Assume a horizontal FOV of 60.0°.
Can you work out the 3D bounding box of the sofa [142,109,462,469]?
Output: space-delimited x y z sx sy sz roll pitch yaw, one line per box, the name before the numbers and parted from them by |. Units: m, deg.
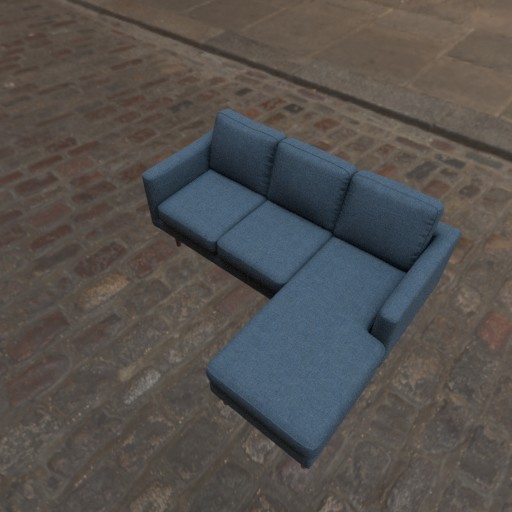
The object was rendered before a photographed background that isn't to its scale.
sofa | 0.000 0.000 2.976 2.055 0.957 1.667 31 55 25
